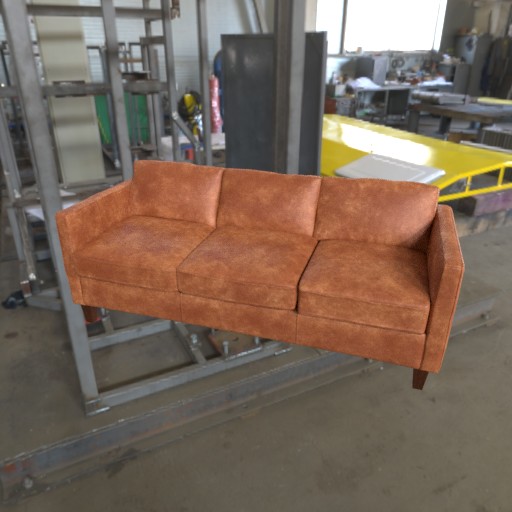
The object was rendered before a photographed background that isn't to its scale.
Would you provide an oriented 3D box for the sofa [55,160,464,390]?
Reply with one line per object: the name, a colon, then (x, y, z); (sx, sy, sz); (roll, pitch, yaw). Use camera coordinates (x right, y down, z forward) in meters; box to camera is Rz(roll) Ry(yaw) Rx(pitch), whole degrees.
sofa: (0.000, 0.000, 3.018); (2.464, 1.006, 1.045); (8, 27, 16)
